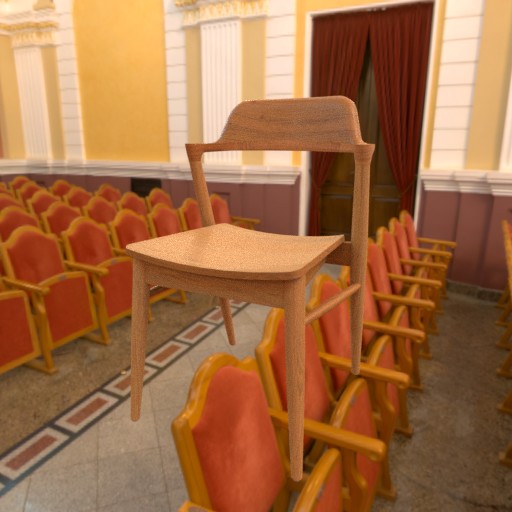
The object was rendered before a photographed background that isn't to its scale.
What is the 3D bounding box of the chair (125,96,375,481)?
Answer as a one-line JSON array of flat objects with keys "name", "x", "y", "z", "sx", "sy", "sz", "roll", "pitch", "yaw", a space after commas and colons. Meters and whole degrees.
[{"name": "chair", "x": 0.000, "y": 0.000, "z": 1.121, "sx": 0.512, "sy": 0.792, "sz": 0.499, "roll": 7, "pitch": 16, "yaw": 26}]
